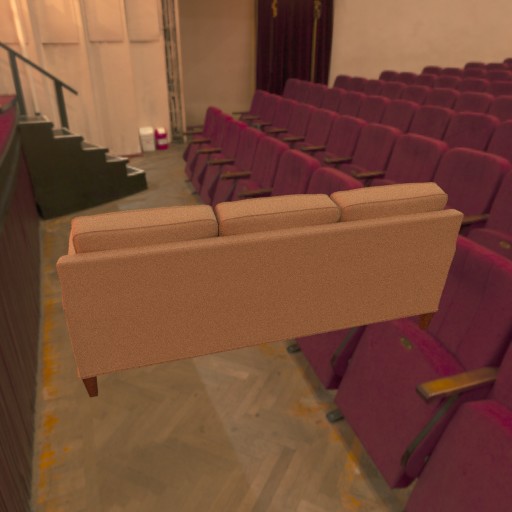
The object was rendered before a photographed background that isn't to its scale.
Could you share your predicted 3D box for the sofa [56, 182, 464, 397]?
[{"bbox_3d":[0.000,0.000,2.834,2.246,1.003,1.084,-8,27,-15],"label":"sofa"}]
